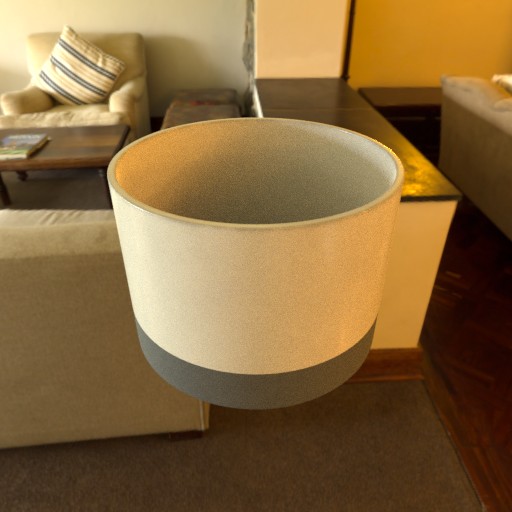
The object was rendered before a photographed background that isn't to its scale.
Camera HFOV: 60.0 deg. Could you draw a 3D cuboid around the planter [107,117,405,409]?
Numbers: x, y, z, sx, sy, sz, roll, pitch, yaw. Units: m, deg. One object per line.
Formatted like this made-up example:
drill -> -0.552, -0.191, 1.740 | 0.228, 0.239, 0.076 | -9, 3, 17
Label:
planter -> 0.000, 0.000, 0.227 | 0.128, 0.105, 0.128 | 0, 33, 0
